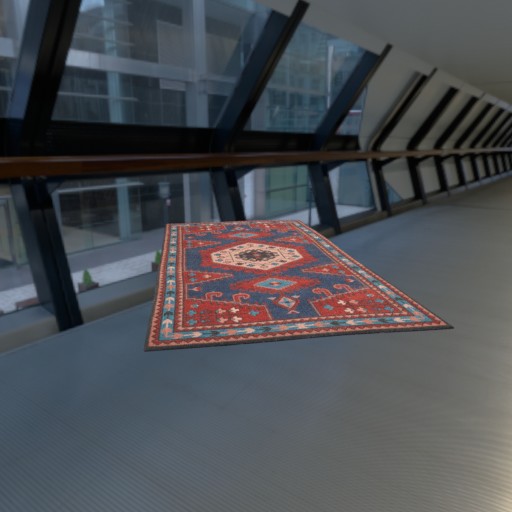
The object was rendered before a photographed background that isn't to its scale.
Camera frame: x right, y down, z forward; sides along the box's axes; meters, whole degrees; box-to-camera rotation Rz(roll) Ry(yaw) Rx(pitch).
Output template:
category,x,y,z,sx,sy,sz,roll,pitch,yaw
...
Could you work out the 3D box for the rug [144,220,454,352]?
category,x,y,z,sx,sy,sz,roll,pitch,yaw
rug,0.000,0.000,3.550,1.522,0.034,3.032,-2,15,-9
